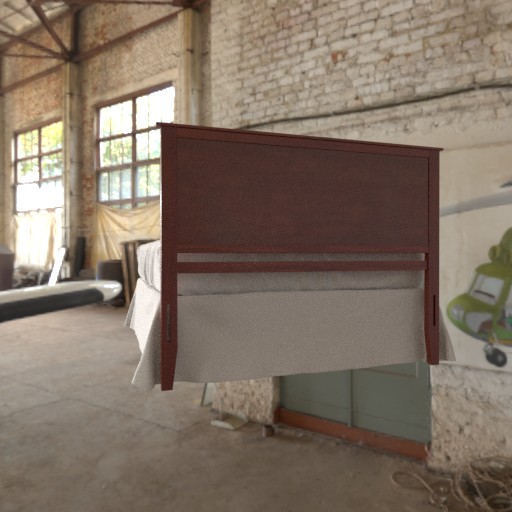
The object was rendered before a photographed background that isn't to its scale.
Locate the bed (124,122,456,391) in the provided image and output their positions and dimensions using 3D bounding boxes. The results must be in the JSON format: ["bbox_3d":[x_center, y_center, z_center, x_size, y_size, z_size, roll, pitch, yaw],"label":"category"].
[{"bbox_3d":[0.000,0.000,3.300,1.870,1.270,2.050,0,0,-18],"label":"bed"}]
